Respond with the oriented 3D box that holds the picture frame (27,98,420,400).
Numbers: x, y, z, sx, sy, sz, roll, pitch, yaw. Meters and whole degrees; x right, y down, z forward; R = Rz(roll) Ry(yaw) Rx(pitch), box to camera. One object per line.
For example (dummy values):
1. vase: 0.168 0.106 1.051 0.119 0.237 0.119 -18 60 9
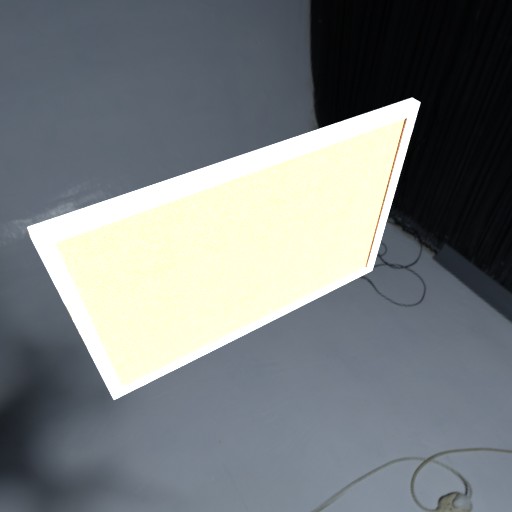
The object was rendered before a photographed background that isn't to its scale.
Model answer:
1. picture frame: 0.000 0.000 1.194 0.950 0.640 0.029 -23 51 -21
